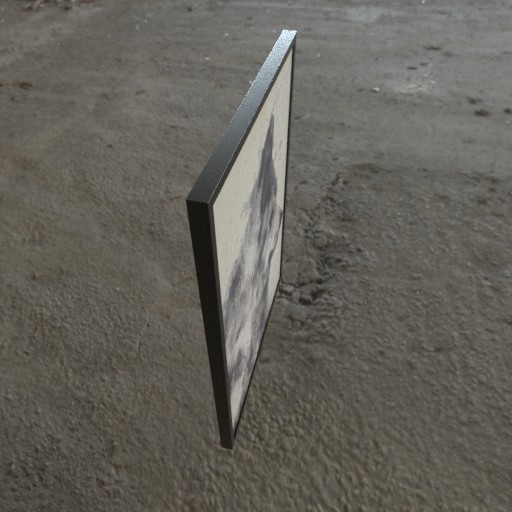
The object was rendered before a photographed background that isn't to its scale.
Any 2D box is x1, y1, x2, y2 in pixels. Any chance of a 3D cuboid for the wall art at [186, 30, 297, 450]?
[{"bbox_3d":[0.000,0.000,1.384,0.039,1.061,0.804,10,47,10],"label":"wall art"}]
